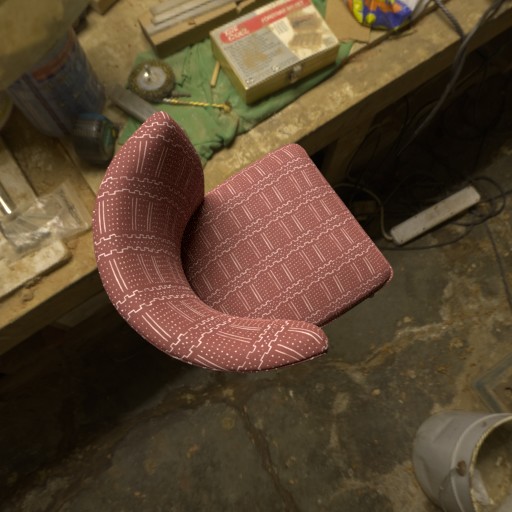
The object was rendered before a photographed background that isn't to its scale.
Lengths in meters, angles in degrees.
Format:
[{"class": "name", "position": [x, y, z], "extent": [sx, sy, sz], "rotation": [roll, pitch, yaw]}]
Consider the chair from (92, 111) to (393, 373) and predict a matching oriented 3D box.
[{"class": "chair", "position": [0.000, 0.000, 1.413], "extent": [0.758, 0.866, 0.706], "rotation": [-33, 77, -8]}]
